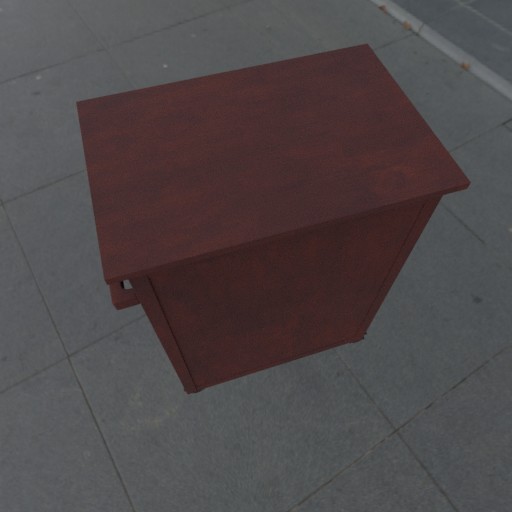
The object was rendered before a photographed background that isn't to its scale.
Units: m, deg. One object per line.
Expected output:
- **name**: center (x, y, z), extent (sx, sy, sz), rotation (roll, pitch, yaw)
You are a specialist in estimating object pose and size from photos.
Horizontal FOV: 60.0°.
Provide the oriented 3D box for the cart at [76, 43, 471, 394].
- **cart**: center (0.000, 0.000, 1.233), extent (0.683, 0.864, 0.442), rotation (-15, 60, -9)
